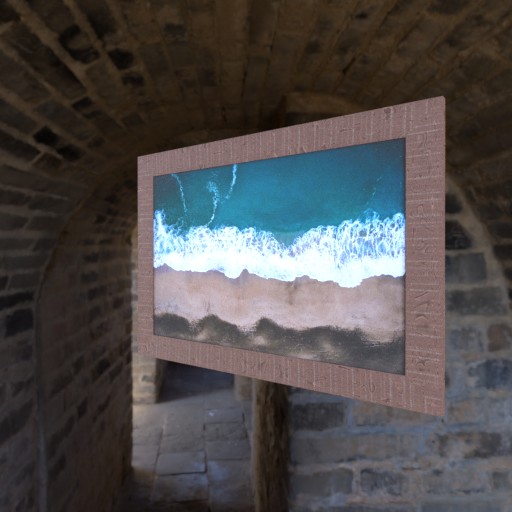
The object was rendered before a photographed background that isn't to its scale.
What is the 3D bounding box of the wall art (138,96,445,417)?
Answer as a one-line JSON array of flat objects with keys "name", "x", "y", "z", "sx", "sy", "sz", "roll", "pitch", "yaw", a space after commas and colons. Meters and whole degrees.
[{"name": "wall art", "x": 0.000, "y": 0.000, "z": 1.144, "sx": 0.917, "sy": 0.626, "sz": 0.019, "roll": 0, "pitch": 0, "yaw": 36}]
